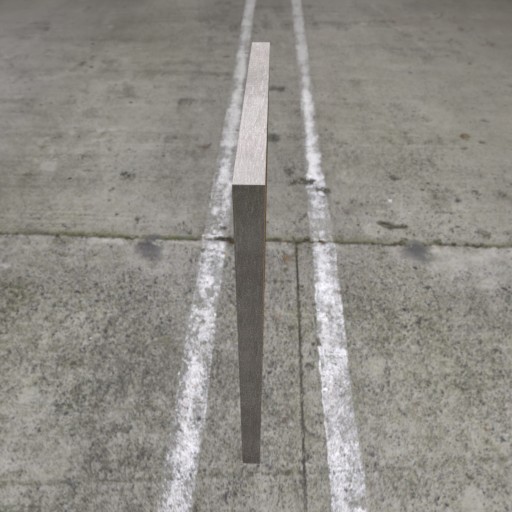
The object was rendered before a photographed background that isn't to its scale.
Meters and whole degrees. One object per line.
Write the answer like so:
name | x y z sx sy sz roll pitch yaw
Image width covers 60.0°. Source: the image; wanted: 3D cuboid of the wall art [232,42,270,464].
wall art | 0.000 0.000 0.705 0.032 0.521 0.421 1 41 1
